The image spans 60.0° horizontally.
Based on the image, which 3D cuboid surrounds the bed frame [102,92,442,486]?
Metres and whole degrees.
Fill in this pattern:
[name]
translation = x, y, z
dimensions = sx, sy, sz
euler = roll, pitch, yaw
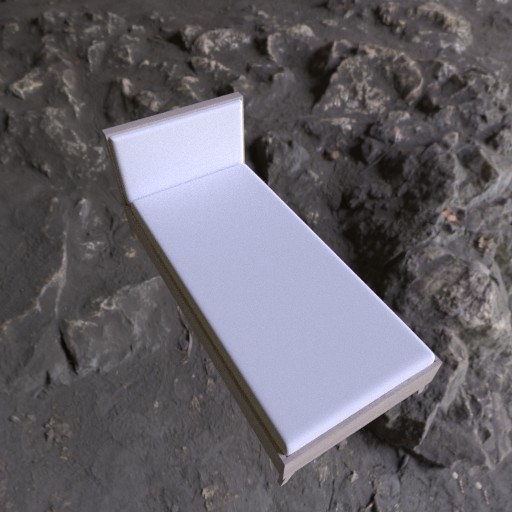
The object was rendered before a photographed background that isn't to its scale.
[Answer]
[bed frame]
translation = 0.000, 0.000, 2.690
dimensions = 0.990, 0.920, 2.140
euler = -24, 51, -21
